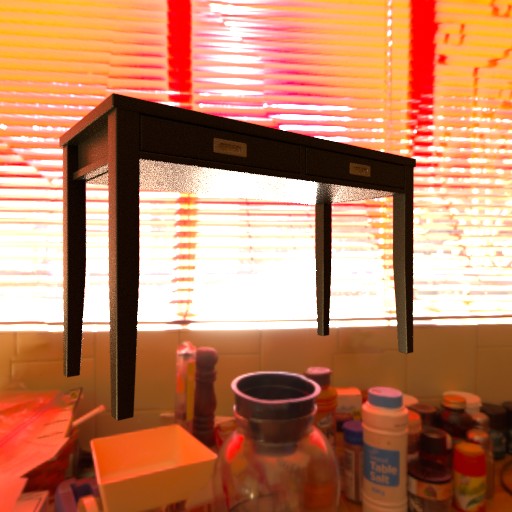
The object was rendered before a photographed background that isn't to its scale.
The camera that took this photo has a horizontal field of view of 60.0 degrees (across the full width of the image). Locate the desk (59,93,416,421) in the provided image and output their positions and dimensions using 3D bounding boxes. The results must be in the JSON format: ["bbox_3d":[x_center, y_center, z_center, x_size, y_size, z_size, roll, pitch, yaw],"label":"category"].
[{"bbox_3d":[0.000,0.000,1.606,1.220,0.775,0.508,0,1,-37],"label":"desk"}]
